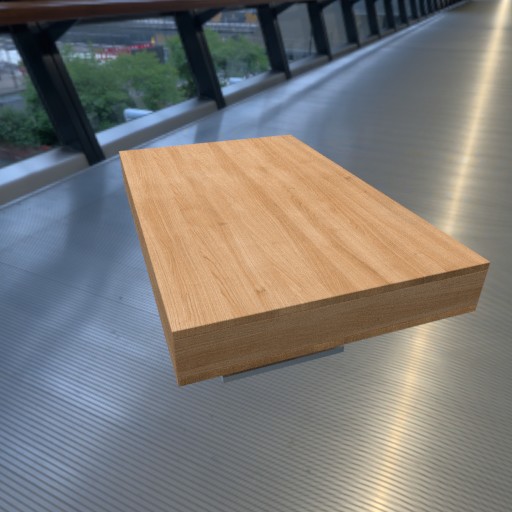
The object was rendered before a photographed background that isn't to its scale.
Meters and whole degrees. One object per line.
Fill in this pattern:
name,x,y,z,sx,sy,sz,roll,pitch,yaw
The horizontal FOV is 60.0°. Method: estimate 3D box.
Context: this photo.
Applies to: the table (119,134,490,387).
table,0.000,0.000,1.426,0.700,0.440,1.100,-10,32,-17
